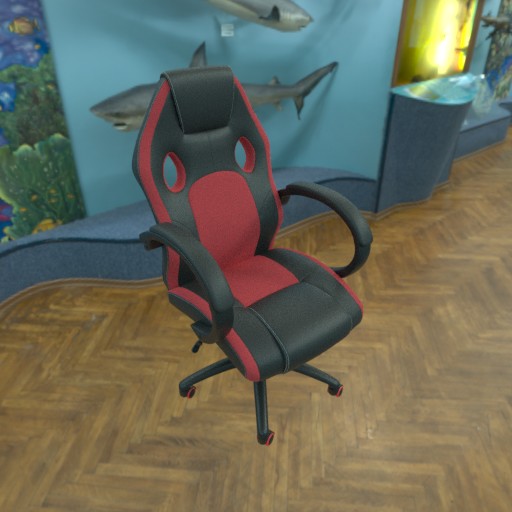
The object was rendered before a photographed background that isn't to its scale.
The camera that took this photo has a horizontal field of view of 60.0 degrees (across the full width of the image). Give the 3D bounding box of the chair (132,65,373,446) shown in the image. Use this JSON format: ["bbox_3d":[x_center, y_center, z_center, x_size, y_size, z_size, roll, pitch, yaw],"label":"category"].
[{"bbox_3d":[0.000,0.000,1.582,0.673,1.187,0.724,-22,37,-32],"label":"chair"}]
